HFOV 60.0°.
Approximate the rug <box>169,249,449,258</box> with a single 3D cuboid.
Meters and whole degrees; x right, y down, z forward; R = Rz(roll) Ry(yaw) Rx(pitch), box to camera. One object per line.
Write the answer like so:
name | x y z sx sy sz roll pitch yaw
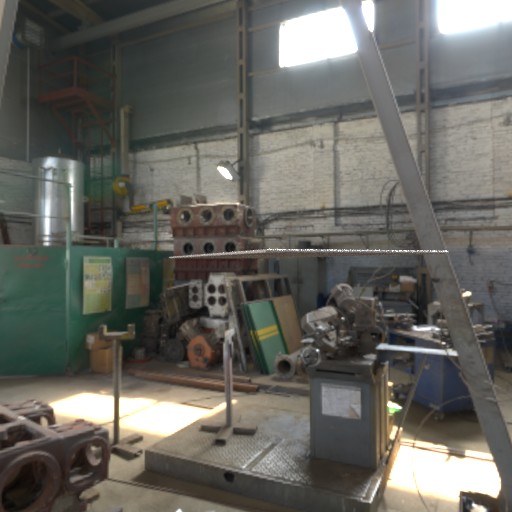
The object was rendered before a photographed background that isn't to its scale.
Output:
rug | 0.000 0.000 2.034 0.562 0.009 1.824 0 -1 -18
